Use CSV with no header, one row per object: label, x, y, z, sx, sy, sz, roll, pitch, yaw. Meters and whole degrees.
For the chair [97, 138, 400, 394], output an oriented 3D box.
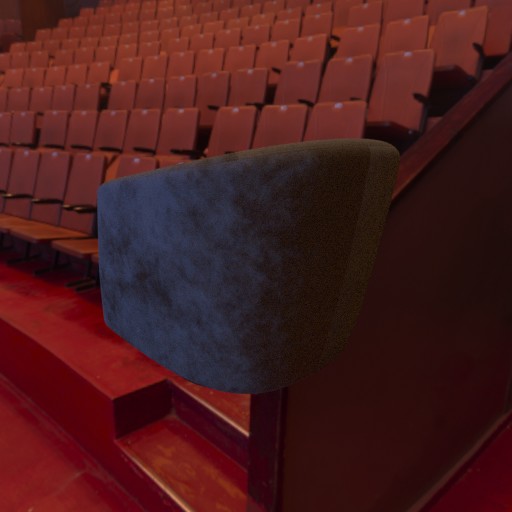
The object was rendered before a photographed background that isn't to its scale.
chair,0.000,0.000,1.371,0.773,0.698,0.767,-13,20,-42
